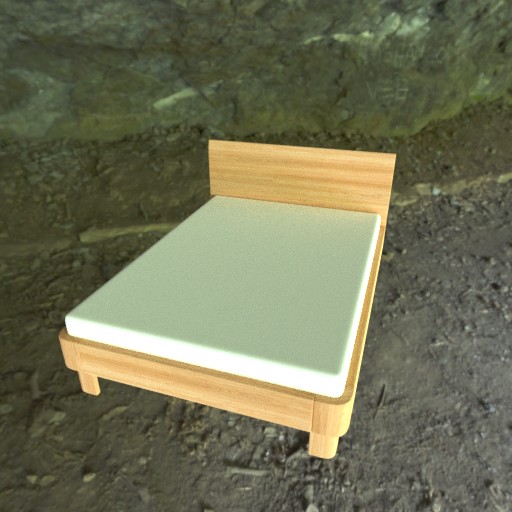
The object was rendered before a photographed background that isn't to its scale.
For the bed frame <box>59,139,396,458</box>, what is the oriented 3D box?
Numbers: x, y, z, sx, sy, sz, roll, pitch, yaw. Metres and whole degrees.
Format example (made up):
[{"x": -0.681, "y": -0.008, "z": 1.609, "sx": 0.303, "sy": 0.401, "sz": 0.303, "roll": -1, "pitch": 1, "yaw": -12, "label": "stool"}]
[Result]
[{"x": 0.000, "y": 0.000, "z": 2.792, "sx": 1.472, "sy": 0.940, "sz": 1.992, "roll": 9, "pitch": 28, "yaw": 16, "label": "bed frame"}]
